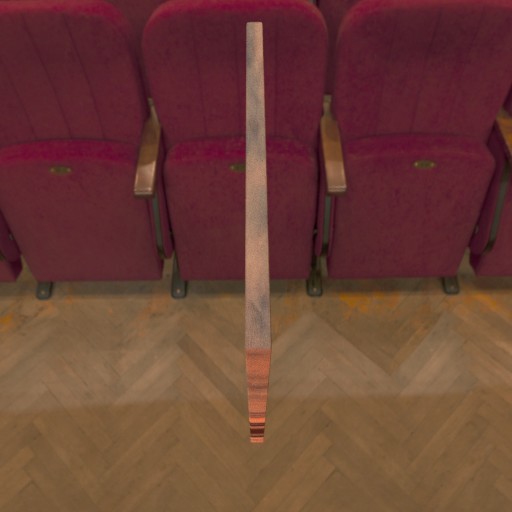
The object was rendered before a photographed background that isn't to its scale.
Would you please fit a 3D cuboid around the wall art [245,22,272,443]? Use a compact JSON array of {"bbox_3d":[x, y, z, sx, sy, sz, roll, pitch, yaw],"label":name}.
[{"bbox_3d":[0.000,0.000,1.094,0.035,0.747,0.747,0,58,0],"label":"wall art"}]
